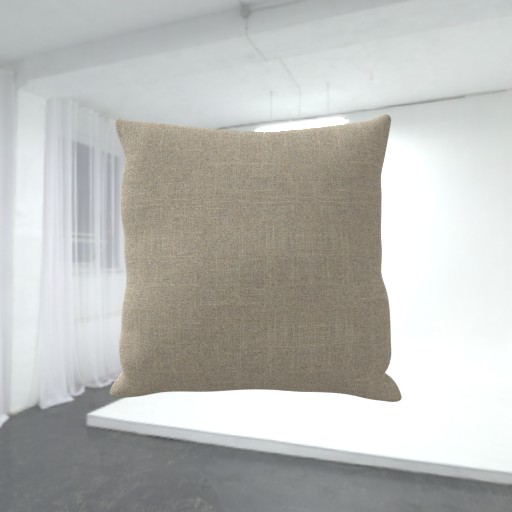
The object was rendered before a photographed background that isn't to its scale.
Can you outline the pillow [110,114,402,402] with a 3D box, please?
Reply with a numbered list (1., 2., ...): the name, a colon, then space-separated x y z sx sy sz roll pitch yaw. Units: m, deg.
1. pillow: 0.000 0.000 0.683 0.439 0.440 0.182 0 -2 0
